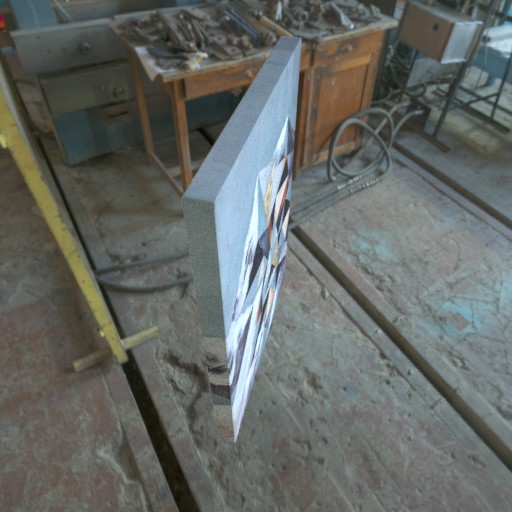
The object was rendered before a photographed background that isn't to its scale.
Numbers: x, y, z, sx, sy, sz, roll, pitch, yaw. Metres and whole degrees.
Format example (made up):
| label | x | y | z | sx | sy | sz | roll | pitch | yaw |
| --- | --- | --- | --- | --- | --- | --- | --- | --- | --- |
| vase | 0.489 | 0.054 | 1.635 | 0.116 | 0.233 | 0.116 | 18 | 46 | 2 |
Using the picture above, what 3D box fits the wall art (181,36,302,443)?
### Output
| label | x | y | z | sx | sy | sz | roll | pitch | yaw |
| --- | --- | --- | --- | --- | --- | --- | --- | --- | --- |
| wall art | 0.000 | 0.000 | 0.814 | 0.037 | 0.613 | 0.455 | 11 | 47 | 10 |
